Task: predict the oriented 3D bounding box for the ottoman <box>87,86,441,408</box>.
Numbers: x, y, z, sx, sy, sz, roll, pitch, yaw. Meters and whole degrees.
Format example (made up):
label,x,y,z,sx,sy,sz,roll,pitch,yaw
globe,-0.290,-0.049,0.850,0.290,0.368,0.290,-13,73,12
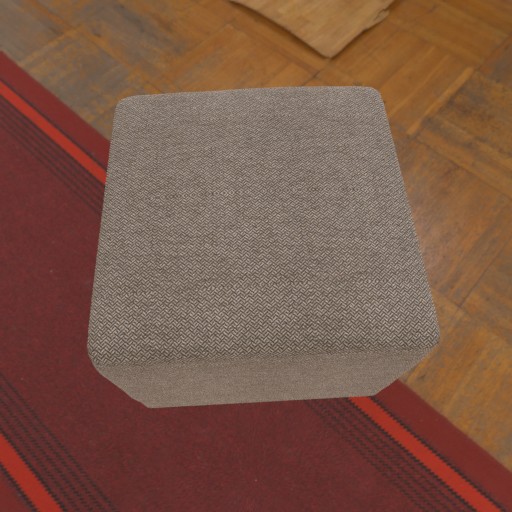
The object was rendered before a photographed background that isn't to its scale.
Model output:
label,x,y,z,sx,sy,sz,roll,pitch,yaw
ottoman,0.000,0.000,0.898,0.512,0.453,0.519,-3,63,-1
